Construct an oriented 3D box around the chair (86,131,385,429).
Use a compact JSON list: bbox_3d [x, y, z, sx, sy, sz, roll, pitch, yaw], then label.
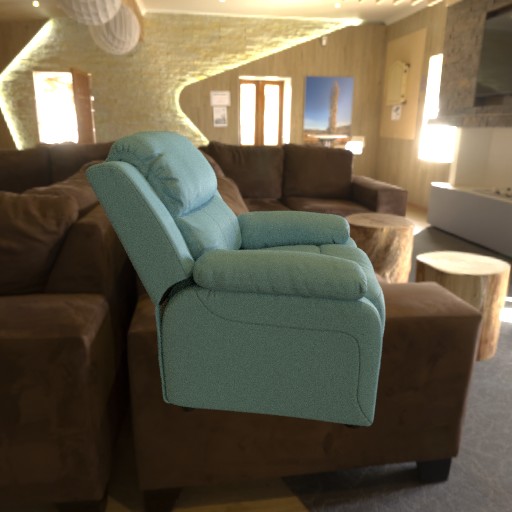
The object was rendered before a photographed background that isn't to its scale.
[{"bbox_3d":[0.000,0.000,1.293,0.709,0.702,0.680,2,16,7],"label":"chair"}]
